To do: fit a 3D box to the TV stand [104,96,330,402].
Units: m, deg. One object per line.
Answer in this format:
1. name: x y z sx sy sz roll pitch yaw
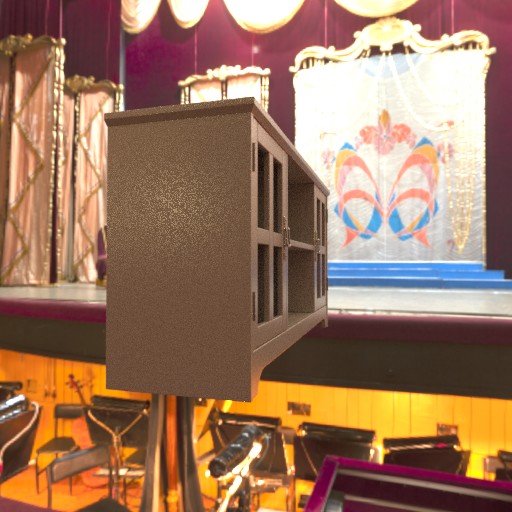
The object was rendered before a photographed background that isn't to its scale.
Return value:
1. TV stand: 0.000 0.000 1.471 0.344 0.603 1.167 0 -1 17
